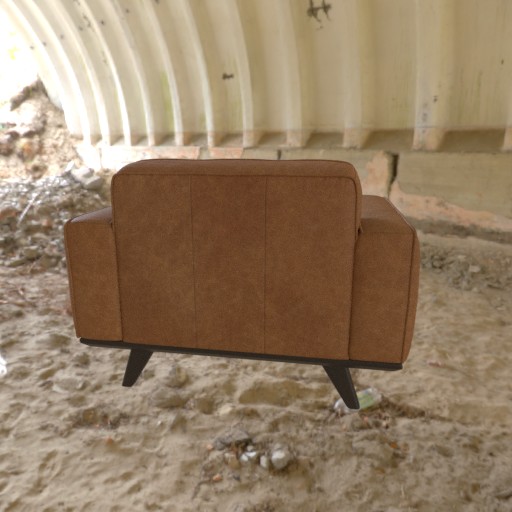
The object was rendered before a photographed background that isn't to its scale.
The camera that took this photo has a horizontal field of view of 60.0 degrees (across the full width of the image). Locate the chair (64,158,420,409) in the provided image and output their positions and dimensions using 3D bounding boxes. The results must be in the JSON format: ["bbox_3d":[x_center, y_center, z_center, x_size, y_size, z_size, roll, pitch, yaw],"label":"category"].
[{"bbox_3d":[0.000,0.000,1.780,1.118,0.782,0.952,2,14,10],"label":"chair"}]
